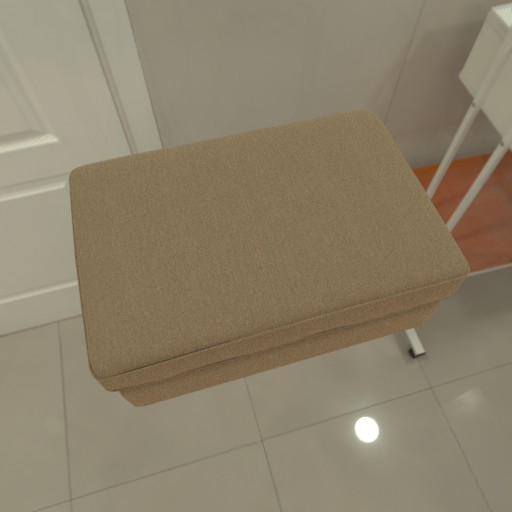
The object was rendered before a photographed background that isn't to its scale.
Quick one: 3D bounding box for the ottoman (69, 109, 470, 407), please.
[{"bbox_3d":[0.000,0.000,1.321,0.945,0.521,0.636,-14,61,-8],"label":"ottoman"}]
